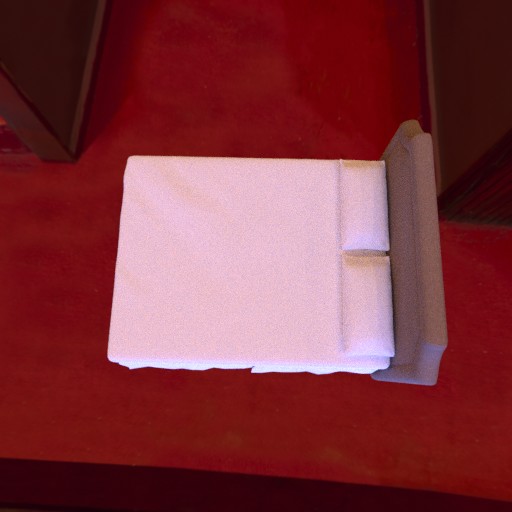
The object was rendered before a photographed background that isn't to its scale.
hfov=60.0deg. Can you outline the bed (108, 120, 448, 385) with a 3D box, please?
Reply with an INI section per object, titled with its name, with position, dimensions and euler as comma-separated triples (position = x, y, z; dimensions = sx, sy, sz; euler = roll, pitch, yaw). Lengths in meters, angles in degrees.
[bed]
position = 0.000, 0.000, 3.151
dimensions = 2.116, 1.290, 1.693
euler = 1, 76, 0
